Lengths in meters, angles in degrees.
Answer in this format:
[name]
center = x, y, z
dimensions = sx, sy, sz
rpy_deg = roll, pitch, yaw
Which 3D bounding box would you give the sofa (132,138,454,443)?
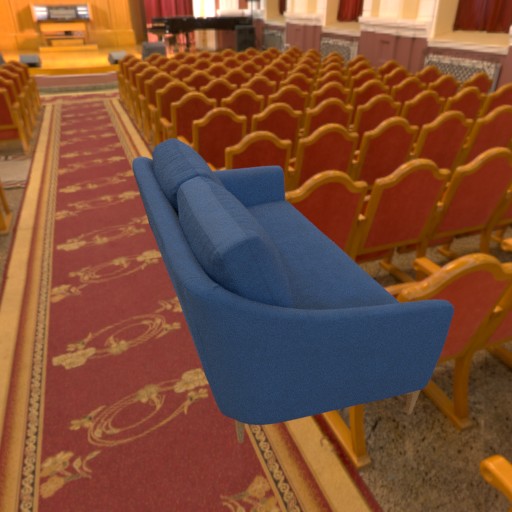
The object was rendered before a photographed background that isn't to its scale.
[sofa]
center = 0.000, 0.000, 2.152
dimensions = 0.960, 0.902, 1.619
rpy_deg = -10, 31, -17
